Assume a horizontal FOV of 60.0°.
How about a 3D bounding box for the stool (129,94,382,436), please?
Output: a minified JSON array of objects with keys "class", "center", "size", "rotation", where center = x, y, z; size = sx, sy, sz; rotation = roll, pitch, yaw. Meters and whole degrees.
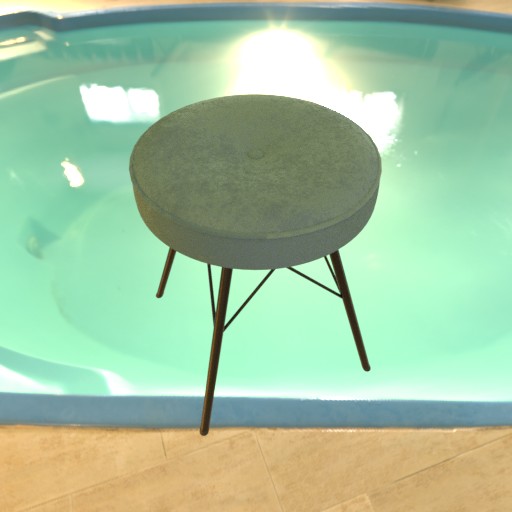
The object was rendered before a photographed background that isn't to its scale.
[{"class":"stool","center":[0.000,0.000,0.897],"size":[0.458,0.519,0.457],"rotation":[-10,47,-9]}]
